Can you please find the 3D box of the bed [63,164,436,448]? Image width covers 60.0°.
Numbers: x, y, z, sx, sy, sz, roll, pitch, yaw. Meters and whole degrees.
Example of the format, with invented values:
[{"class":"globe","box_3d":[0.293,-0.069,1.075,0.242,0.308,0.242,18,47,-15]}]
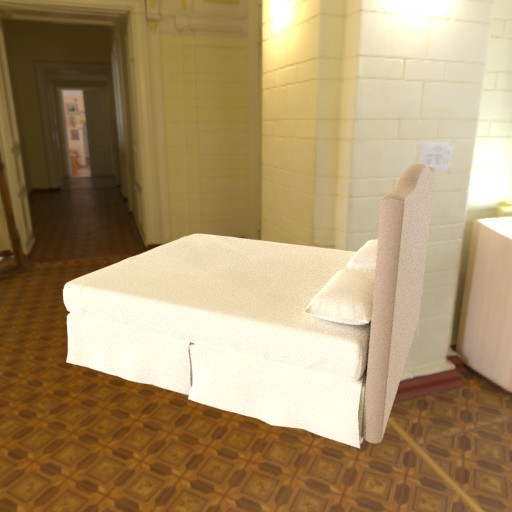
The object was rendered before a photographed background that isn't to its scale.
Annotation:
[{"class":"bed","box_3d":[0.000,0.000,3.355,2.282,1.436,1.821,8,18,25]}]
